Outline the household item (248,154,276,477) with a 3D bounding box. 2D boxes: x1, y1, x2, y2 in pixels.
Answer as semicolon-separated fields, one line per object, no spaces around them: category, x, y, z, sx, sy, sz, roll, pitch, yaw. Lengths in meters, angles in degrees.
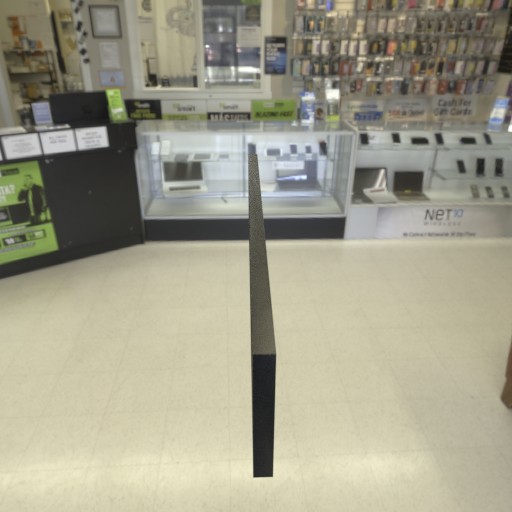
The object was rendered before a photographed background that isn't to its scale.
household item;0.000;0.000;1.058;0.030;0.236;1.001;-1;27;-1
